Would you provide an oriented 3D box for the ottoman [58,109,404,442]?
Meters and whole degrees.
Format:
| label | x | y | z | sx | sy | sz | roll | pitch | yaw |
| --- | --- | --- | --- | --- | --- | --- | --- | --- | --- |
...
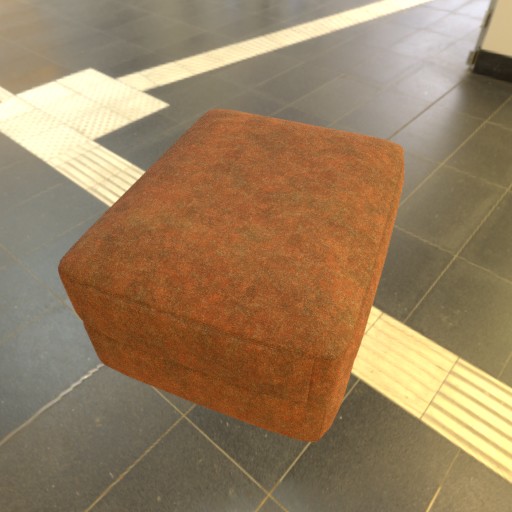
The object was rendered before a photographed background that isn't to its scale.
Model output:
| label | x | y | z | sx | sy | sz | roll | pitch | yaw |
| --- | --- | --- | --- | --- | --- | --- | --- | --- | --- |
| ottoman | 0.000 | 0.000 | 1.169 | 0.635 | 0.508 | 0.787 | 16 | 47 | 15 |
